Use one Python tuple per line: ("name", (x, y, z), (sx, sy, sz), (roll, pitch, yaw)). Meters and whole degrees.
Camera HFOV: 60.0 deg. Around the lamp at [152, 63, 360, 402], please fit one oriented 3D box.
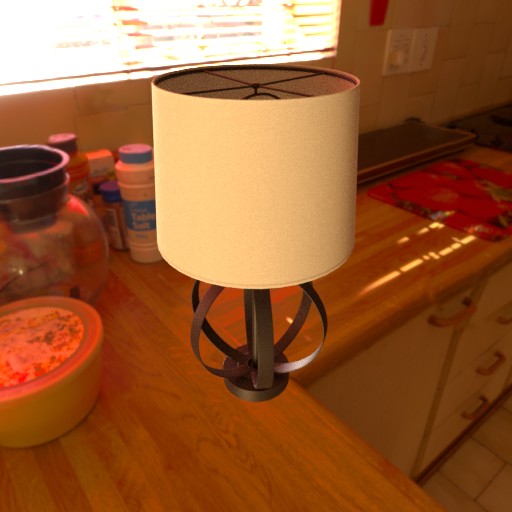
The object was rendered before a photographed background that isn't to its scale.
("lamp", (0.000, 0.000, 0.677), (0.286, 0.510, 0.286), (0, 31, 0))
